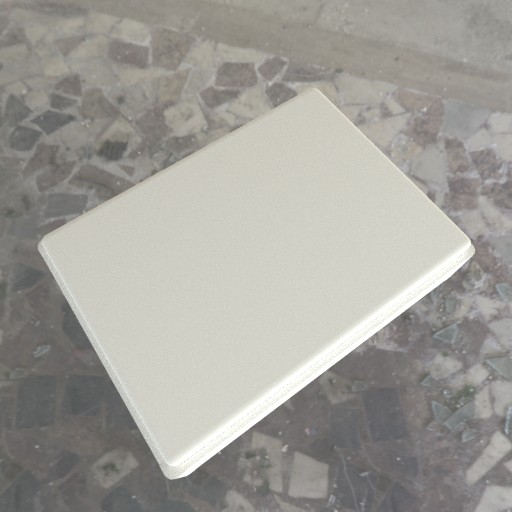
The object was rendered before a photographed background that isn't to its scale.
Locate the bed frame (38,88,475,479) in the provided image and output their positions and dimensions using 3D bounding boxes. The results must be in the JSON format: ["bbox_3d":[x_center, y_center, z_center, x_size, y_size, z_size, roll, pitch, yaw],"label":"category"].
[{"bbox_3d":[0.000,0.000,2.459,1.900,0.406,1.400,-33,70,-14],"label":"bed frame"}]
